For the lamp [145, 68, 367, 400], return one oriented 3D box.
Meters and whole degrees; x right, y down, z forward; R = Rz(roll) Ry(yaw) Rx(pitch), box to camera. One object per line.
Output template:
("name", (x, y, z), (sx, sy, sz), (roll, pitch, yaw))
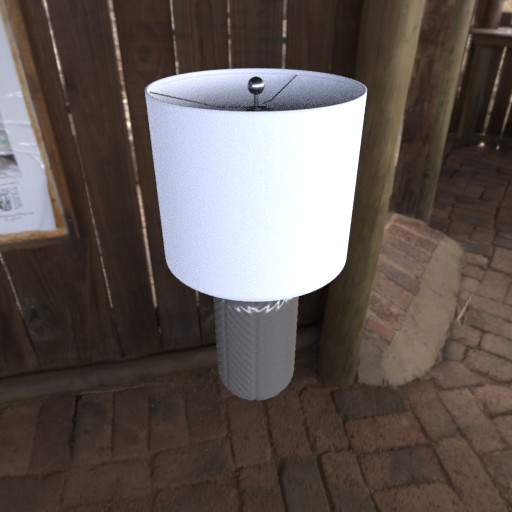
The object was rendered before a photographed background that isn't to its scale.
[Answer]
("lamp", (0.000, 0.000, 0.512), (0.203, 0.389, 0.203), (-18, 36, -27))
